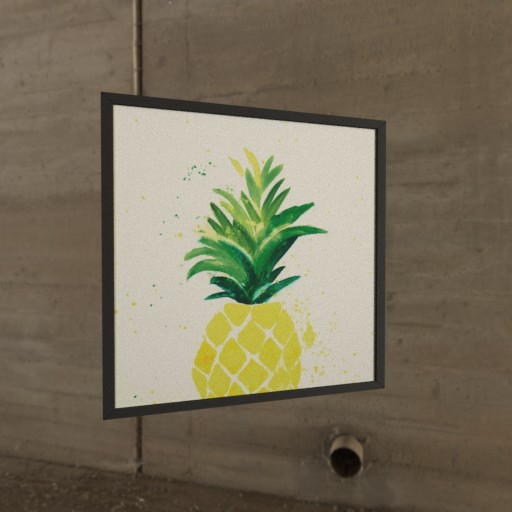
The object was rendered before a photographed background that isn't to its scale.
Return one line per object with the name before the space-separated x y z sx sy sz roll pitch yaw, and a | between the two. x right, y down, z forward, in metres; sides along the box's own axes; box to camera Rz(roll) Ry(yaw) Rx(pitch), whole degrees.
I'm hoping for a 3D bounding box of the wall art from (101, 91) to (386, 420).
wall art | 0.000 0.000 1.159 0.762 0.760 0.037 0 1 -18
